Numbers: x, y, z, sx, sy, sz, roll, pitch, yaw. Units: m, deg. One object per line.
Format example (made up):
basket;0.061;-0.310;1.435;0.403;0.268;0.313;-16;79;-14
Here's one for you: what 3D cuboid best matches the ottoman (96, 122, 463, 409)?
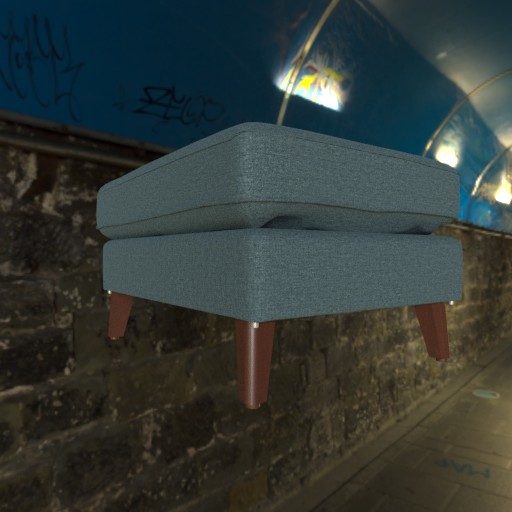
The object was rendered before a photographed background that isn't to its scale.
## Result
ottoman;0.000;0.000;1.197;0.629;0.503;0.835;0;0;-35
